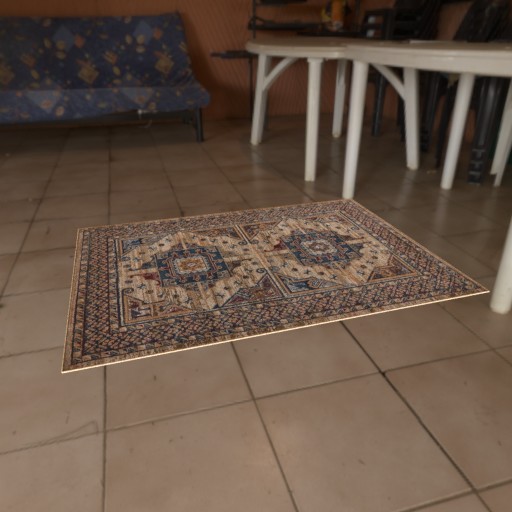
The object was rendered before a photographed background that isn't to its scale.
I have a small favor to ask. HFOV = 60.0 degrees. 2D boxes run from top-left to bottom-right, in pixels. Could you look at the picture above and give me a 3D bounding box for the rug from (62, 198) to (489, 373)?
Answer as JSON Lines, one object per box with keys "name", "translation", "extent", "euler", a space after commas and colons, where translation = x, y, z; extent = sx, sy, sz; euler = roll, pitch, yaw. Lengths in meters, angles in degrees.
{"name": "rug", "translation": [0.000, 0.000, 2.858], "extent": [2.227, 0.008, 1.611], "euler": [-8, 28, -15]}
